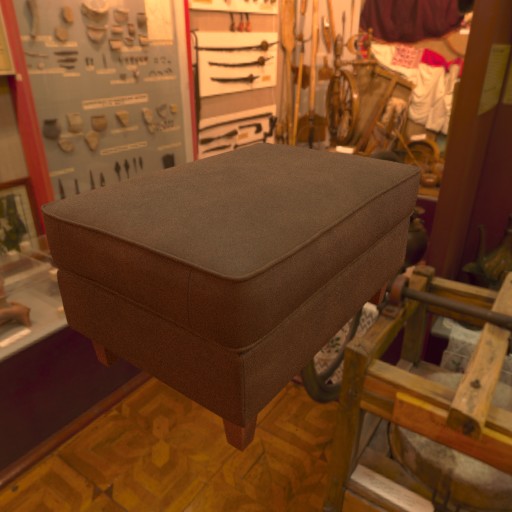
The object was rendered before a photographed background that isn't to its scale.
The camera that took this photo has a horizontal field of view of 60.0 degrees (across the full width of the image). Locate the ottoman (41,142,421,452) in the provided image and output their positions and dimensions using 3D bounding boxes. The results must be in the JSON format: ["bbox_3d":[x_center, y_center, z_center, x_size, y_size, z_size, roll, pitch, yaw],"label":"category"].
[{"bbox_3d":[0.000,0.000,1.201,0.596,0.481,0.860,18,31,32],"label":"ottoman"}]
